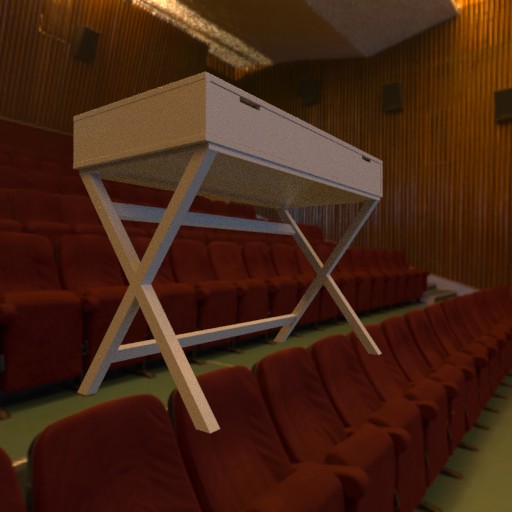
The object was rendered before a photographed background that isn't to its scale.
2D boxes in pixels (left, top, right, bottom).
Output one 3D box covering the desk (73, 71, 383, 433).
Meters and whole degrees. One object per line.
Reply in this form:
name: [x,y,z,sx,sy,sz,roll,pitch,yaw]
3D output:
desk: [0.000,0.000,1.524,0.509,0.780,1.059,0,-1,36]
